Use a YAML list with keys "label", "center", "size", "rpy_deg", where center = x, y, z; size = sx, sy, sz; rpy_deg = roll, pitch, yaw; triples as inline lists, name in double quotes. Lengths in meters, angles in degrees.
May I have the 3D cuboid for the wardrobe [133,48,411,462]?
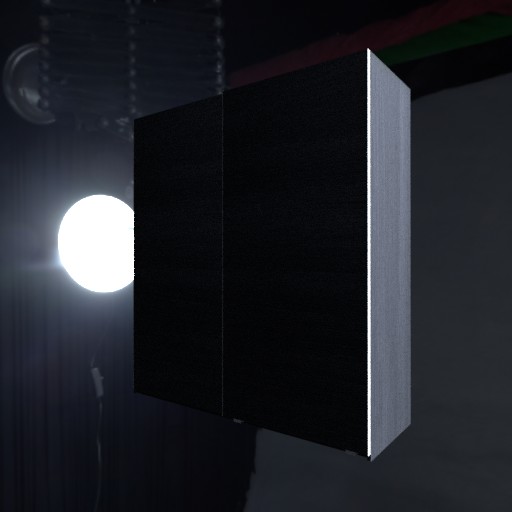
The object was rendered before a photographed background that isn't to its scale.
- label: "wardrobe"
  center: [0.000, 0.000, 2.866]
  size: [1.780, 1.960, 0.629]
  rpy_deg: [0, 0, 37]
